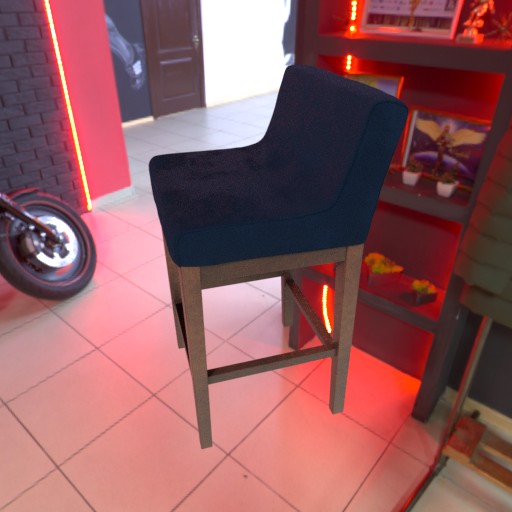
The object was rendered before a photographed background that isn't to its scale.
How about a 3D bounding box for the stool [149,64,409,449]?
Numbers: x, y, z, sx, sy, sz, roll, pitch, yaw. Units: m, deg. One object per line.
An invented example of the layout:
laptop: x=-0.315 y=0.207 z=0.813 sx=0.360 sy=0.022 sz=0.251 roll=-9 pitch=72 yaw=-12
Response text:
stool: x=0.000 y=0.000 z=1.264 sx=0.516 sy=0.945 sz=0.511 roll=-9 pitch=32 yaw=-15
